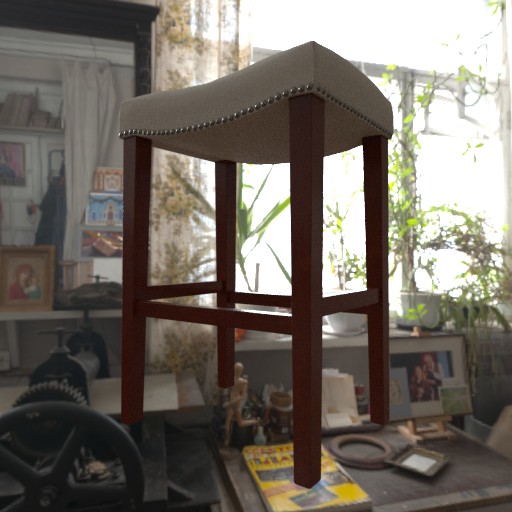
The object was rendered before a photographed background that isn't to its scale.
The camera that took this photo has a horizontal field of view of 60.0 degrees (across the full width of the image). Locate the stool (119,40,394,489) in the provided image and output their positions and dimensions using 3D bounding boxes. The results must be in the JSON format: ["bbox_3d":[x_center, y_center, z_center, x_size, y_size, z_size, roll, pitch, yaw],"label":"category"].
[{"bbox_3d":[0.000,0.000,0.989,0.504,0.742,0.372,0,0,36],"label":"stool"}]
